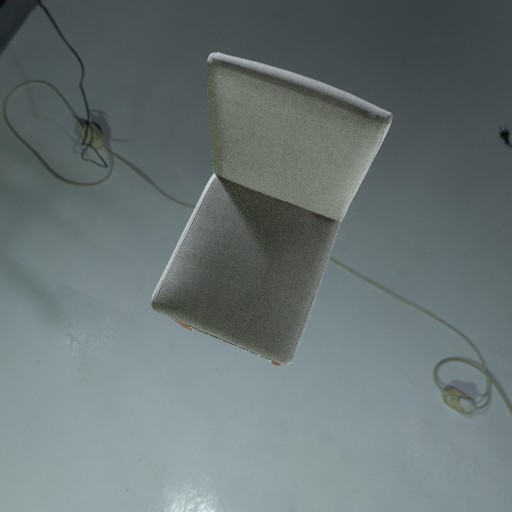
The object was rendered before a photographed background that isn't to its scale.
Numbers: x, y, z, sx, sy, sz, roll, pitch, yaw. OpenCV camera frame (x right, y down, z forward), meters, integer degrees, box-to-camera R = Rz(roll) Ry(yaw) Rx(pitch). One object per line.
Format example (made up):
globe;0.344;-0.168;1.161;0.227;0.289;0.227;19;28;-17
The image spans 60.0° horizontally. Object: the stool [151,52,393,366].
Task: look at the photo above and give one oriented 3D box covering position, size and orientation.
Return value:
stool;0.000;0.000;1.411;0.439;1.088;0.570;21;76;5
